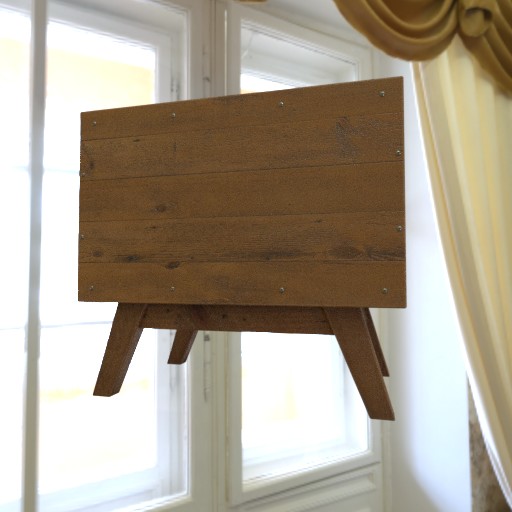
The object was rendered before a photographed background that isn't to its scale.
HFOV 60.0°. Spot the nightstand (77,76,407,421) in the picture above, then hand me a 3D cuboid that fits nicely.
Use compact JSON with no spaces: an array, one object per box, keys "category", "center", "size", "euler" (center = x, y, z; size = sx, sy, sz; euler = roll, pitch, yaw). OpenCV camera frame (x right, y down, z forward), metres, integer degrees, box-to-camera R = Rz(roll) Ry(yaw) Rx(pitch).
[{"category":"nightstand","center":[0.000,0.000,1.054],"size":[0.650,0.599,0.450],"euler":[-1,-2,15]}]
